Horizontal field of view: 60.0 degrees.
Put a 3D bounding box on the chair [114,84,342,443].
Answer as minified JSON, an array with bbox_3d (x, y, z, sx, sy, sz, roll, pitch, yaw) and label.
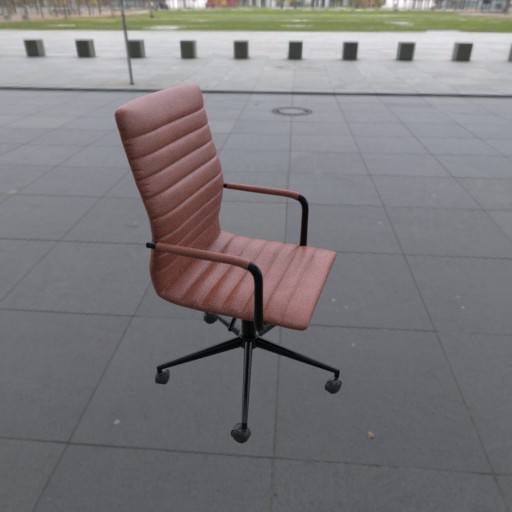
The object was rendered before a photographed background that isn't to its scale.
[{"bbox_3d":[0.000,0.000,1.289,0.578,0.878,0.600,10,31,17],"label":"chair"}]
